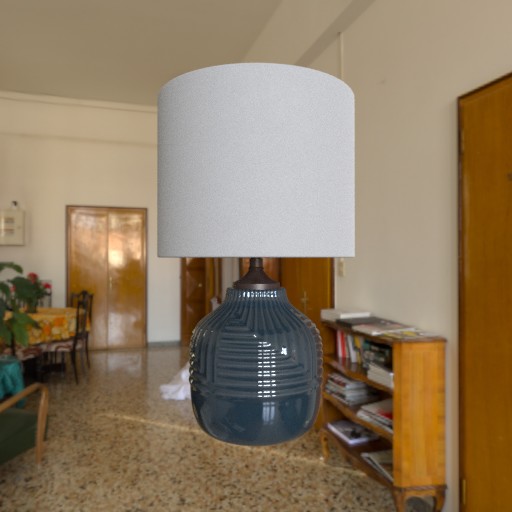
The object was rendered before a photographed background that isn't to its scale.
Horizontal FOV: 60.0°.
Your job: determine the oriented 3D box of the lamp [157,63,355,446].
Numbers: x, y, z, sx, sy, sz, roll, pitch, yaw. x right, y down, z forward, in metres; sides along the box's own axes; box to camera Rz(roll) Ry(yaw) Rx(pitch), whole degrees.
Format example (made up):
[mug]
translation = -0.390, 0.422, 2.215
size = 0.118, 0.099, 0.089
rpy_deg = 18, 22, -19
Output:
[lamp]
translation = 0.000, 0.000, 0.730
size = 0.318, 0.567, 0.318
rpy_deg = 0, 0, 0
